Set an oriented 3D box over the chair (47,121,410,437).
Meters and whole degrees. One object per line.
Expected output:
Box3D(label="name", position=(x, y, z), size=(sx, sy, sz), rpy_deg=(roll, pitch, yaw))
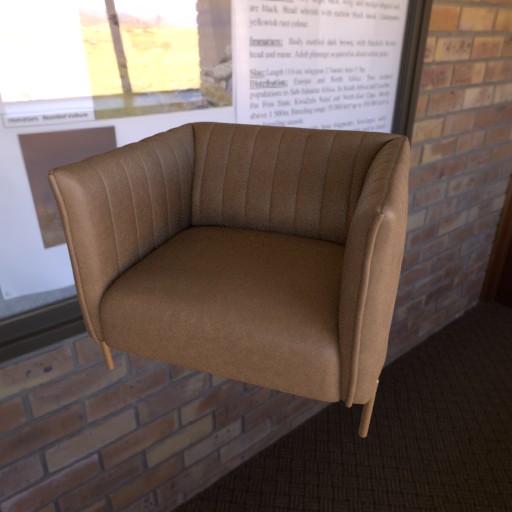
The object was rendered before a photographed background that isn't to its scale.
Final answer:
Box3D(label="chair", position=(0.000, 0.000, 1.580), size=(0.981, 0.779, 0.876), rpy_deg=(9, 27, 18))
